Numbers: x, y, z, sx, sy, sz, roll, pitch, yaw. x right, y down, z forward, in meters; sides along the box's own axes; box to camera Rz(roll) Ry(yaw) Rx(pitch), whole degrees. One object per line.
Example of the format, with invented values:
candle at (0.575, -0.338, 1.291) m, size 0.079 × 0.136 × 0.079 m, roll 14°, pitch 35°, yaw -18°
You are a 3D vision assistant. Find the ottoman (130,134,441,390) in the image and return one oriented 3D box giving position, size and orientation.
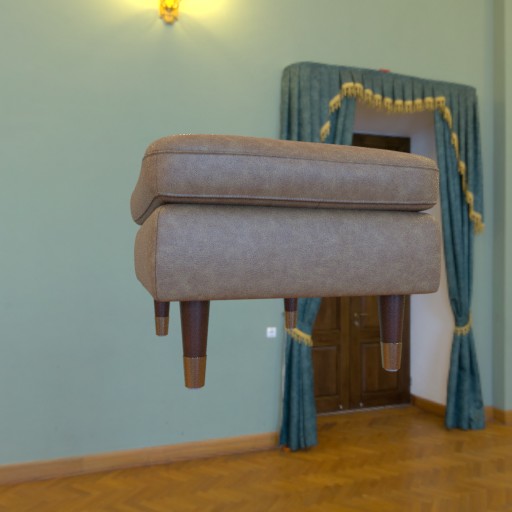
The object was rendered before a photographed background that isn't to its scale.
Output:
ottoman at (0.000, 0.000, 1.117) m, size 0.593 × 0.478 × 0.747 m, roll 0°, pitch 0°, yaw -18°
